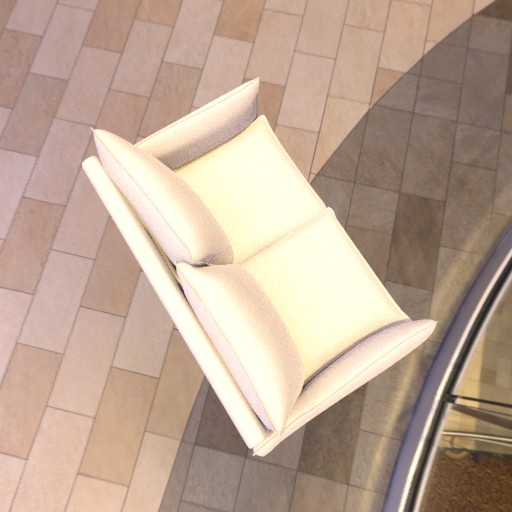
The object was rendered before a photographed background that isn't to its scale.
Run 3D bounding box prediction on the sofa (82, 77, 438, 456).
[{"bbox_3d":[0.000,0.000,1.859,0.820,0.840,1.300,-32,79,-7],"label":"sofa"}]
